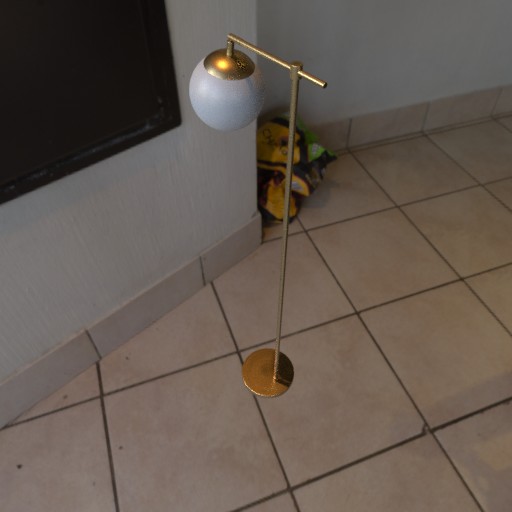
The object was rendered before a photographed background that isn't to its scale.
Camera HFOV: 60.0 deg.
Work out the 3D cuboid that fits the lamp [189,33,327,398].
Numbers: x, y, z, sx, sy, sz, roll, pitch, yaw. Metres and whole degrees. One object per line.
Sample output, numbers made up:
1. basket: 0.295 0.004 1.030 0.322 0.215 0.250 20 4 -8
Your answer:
1. lamp: 0.000 0.000 1.617 0.249 1.505 0.476 -30 54 -25
